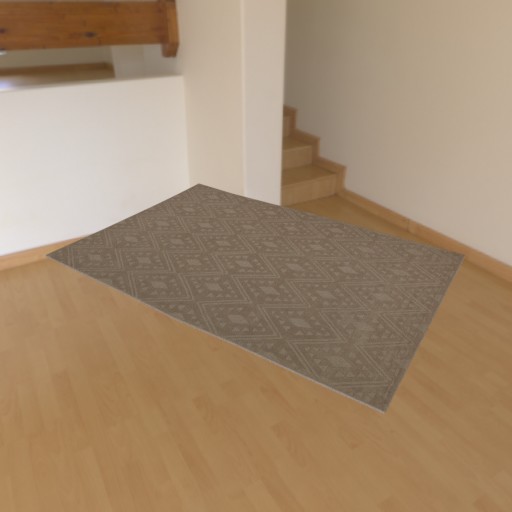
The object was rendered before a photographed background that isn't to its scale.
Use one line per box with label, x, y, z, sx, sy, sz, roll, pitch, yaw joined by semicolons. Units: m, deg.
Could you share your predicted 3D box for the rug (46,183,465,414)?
rug;0.000;0.000;2.327;1.829;0.034;1.252;18;35;29
